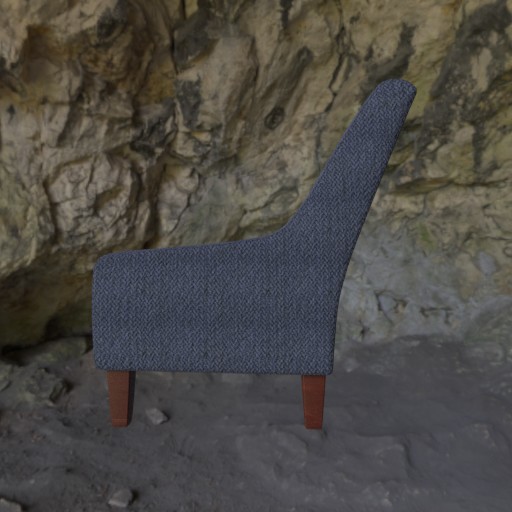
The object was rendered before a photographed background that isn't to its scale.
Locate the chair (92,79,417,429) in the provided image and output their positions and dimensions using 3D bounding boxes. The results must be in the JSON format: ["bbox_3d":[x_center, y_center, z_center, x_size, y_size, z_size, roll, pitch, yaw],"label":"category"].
[{"bbox_3d":[0.000,0.000,1.649,0.944,1.012,0.793,0,0,2],"label":"chair"}]
